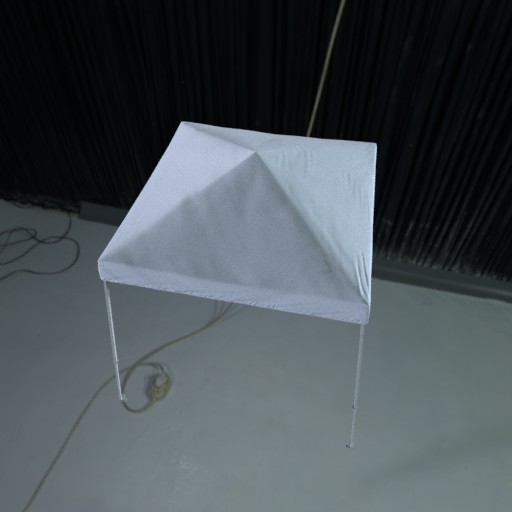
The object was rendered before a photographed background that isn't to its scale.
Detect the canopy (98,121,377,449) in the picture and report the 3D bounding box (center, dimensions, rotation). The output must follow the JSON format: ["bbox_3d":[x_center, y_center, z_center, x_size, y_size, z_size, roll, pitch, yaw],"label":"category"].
[{"bbox_3d":[0.000,0.000,6.503,3.599,3.600,3.600,9,48,8],"label":"canopy"}]
